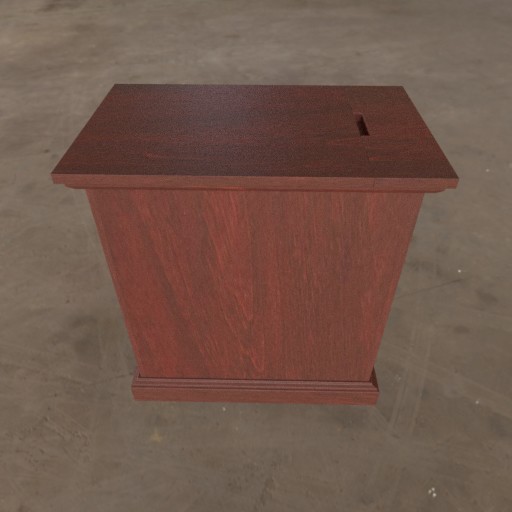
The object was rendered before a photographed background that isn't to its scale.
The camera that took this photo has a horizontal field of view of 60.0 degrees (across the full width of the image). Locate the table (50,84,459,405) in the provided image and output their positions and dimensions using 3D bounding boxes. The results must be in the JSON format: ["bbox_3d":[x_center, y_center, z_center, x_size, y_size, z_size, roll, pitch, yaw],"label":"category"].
[{"bbox_3d":[0.000,0.000,0.967,0.584,0.612,0.356,1,41,1],"label":"table"}]
